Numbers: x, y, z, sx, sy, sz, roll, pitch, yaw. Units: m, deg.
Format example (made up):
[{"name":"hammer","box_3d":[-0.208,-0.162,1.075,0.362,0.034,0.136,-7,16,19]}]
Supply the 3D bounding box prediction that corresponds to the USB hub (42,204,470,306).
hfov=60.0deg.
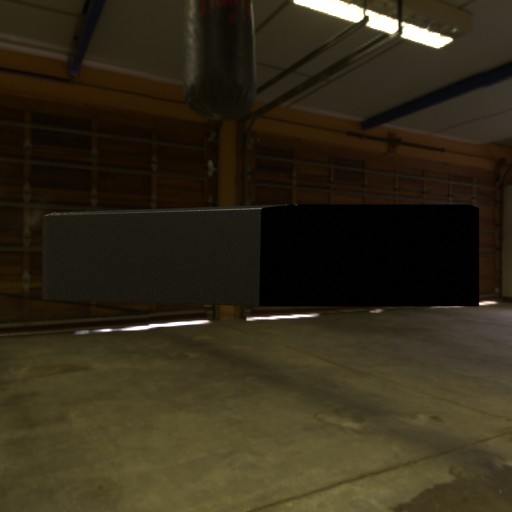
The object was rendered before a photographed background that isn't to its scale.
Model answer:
[{"name":"USB hub","box_3d":[0.000,0.000,0.123,0.110,0.023,0.044,0,0,16]}]
